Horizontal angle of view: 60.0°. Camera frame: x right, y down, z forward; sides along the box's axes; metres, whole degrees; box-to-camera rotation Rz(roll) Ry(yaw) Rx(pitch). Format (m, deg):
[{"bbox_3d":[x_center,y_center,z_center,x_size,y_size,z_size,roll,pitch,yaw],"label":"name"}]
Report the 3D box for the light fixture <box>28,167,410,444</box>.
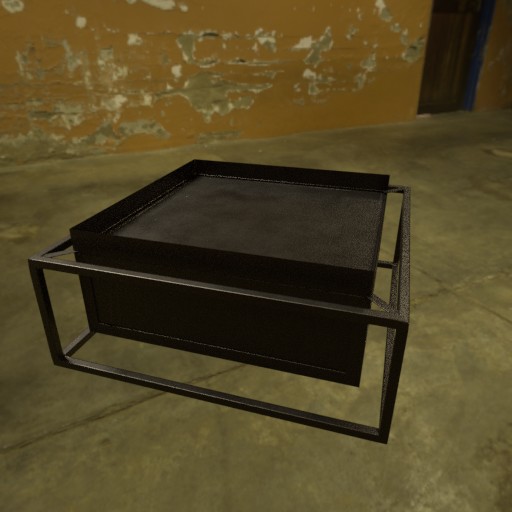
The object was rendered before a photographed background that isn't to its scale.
[{"bbox_3d":[0.000,0.000,0.692,0.441,0.191,0.441,8,27,16],"label":"light fixture"}]
